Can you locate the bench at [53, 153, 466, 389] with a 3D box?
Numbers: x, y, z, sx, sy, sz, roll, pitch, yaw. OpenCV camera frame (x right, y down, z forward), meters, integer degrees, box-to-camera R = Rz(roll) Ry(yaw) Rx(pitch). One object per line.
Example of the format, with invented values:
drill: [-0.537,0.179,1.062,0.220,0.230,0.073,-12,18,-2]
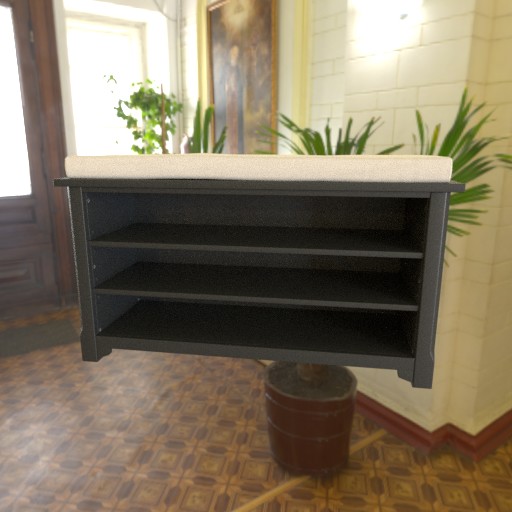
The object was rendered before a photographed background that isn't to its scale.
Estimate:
bench: [0.000,0.000,1.249,0.973,0.561,0.345,2,14,9]
